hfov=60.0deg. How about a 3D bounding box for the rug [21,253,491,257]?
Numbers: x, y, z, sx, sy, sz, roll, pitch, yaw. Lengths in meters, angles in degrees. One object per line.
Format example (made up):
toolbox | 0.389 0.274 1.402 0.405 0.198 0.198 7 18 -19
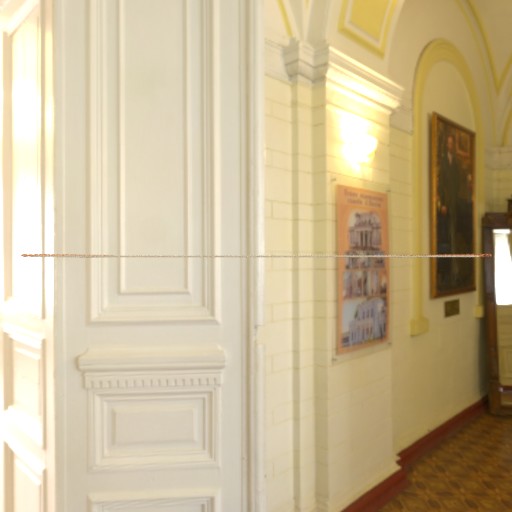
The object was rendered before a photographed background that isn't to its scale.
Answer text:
rug | 0.000 0.000 2.556 2.092 0.017 1.232 0 0 0
